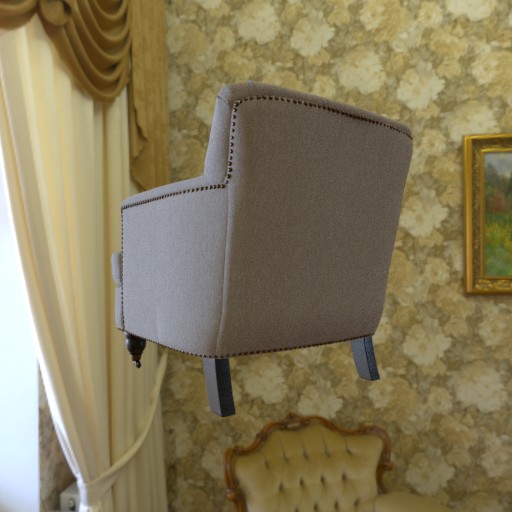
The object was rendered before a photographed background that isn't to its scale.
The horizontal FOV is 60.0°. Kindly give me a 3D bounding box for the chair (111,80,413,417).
[{"bbox_3d":[0.000,0.000,1.528,0.737,0.823,0.902,0,-1,-36],"label":"chair"}]
